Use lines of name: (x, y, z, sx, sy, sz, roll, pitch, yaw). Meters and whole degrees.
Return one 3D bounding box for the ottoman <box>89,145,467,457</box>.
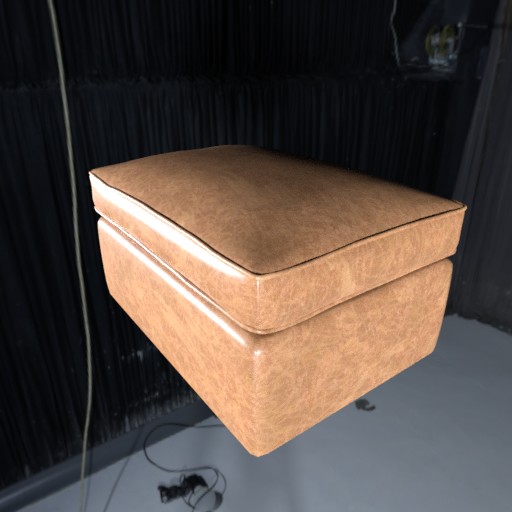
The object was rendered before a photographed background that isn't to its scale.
ottoman: (0.000, 0.000, 1.094, 0.554, 0.468, 0.756, -17, 30, -32)
